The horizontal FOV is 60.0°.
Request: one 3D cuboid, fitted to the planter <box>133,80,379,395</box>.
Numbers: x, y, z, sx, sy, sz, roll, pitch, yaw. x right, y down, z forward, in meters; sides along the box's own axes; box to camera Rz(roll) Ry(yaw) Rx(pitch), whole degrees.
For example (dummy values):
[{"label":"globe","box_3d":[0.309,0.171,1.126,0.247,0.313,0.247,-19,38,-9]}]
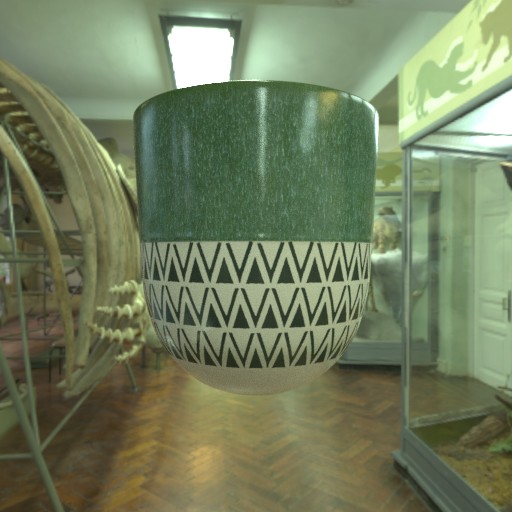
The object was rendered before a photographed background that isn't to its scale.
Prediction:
[{"label":"planter","box_3d":[0.000,0.000,0.365,0.195,0.214,0.195,0,1,0]}]
